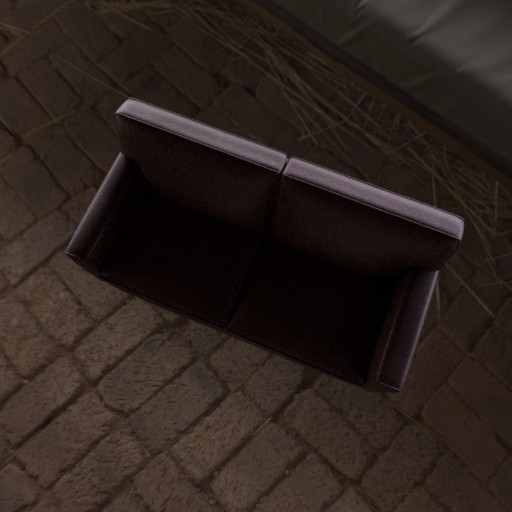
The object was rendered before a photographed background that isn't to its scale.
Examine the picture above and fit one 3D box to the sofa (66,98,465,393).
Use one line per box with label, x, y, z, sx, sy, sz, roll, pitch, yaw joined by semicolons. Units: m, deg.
sofa;0.000;0.000;2.466;1.876;0.928;0.912;21;75;6
